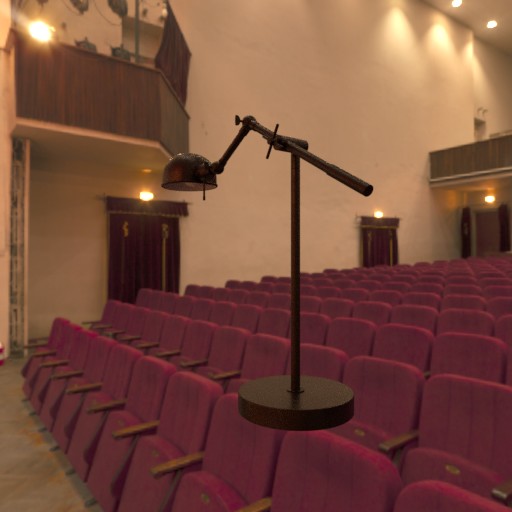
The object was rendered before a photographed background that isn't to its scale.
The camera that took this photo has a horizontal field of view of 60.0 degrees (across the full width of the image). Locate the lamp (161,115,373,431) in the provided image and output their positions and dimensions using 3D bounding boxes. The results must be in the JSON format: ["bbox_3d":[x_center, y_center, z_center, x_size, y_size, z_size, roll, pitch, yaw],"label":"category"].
[{"bbox_3d":[0.000,0.000,0.806,0.185,0.495,0.567,0,0,-36],"label":"lamp"}]
